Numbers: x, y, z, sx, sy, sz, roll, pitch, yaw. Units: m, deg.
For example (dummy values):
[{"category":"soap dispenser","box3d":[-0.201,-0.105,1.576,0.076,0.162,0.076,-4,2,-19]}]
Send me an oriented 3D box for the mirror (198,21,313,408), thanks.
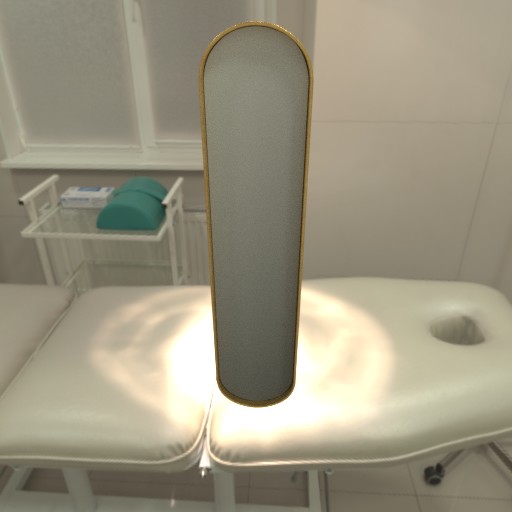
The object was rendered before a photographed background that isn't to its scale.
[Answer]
[{"category":"mirror","box3d":[0.000,0.000,1.058,0.222,0.991,0.032,1,29,2]}]
